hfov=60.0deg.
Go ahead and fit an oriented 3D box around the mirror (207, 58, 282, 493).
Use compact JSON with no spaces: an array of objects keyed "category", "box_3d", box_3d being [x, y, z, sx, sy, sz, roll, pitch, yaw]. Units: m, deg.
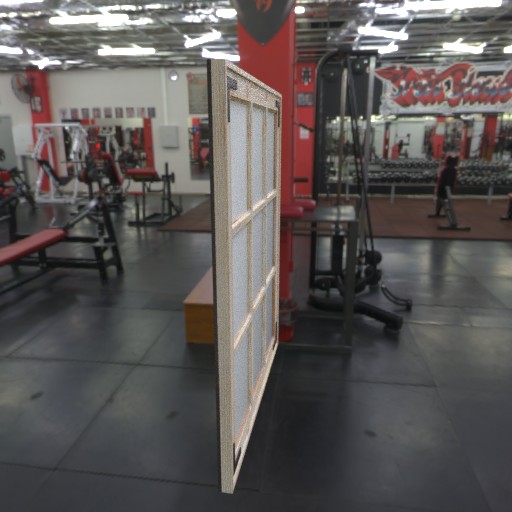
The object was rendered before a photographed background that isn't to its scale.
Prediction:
[{"category":"mirror","box_3d":[0.000,0.000,1.204,0.032,0.882,0.730,3,16,10]}]
